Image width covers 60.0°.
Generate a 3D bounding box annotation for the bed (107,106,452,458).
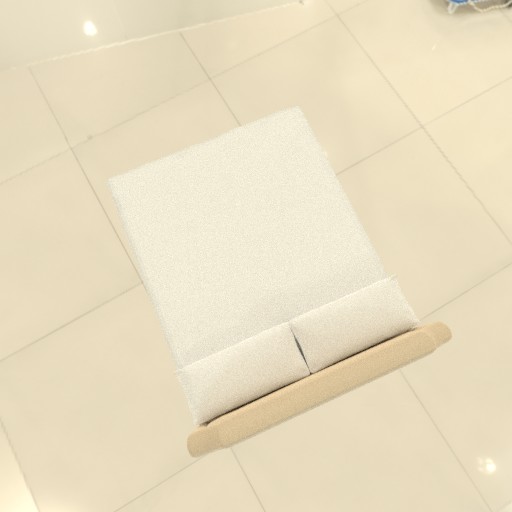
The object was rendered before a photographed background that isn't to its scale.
[{"bbox_3d":[0.000,0.000,3.907,2.134,1.524,2.548,-23,76,-6],"label":"bed"}]
